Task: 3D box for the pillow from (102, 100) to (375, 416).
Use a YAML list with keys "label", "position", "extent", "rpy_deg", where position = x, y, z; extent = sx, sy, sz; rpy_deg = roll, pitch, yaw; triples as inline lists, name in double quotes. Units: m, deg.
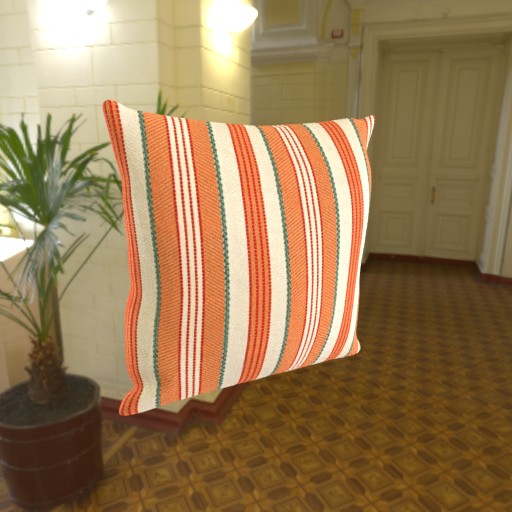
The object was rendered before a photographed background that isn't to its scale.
- label: "pillow"
  position: [0.000, 0.000, 0.685]
  extent: [0.440, 0.441, 0.182]
  rpy_deg: [-7, 16, -26]
